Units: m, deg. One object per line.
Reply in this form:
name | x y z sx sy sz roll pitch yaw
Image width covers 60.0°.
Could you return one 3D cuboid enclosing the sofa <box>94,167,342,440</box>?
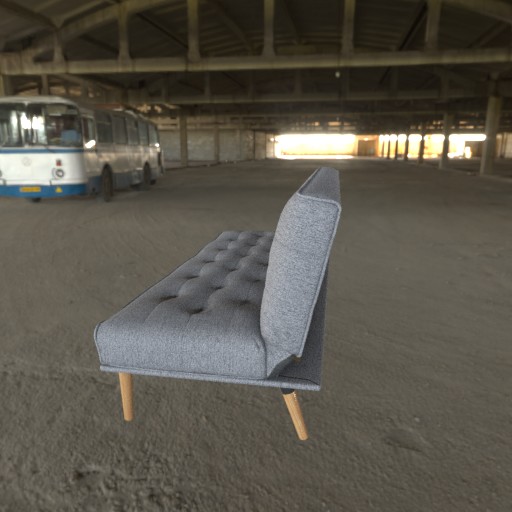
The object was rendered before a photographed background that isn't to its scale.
sofa | 0.000 0.000 2.263 0.810 0.830 1.820 2 14 10
